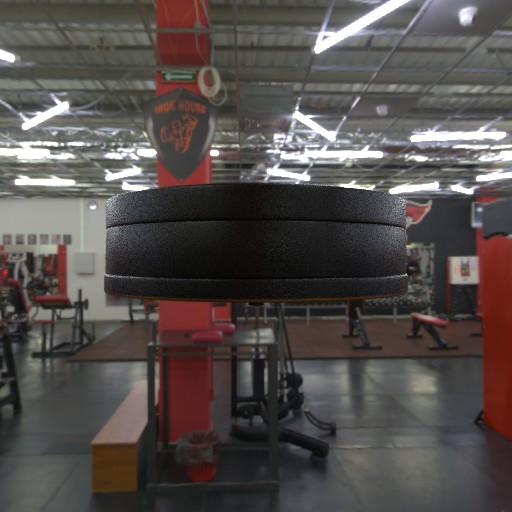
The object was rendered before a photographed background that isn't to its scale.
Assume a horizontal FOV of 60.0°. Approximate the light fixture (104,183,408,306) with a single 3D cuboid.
[{"bbox_3d":[0.000,0.000,0.437,0.283,0.097,0.283,0,-1,0],"label":"light fixture"}]
